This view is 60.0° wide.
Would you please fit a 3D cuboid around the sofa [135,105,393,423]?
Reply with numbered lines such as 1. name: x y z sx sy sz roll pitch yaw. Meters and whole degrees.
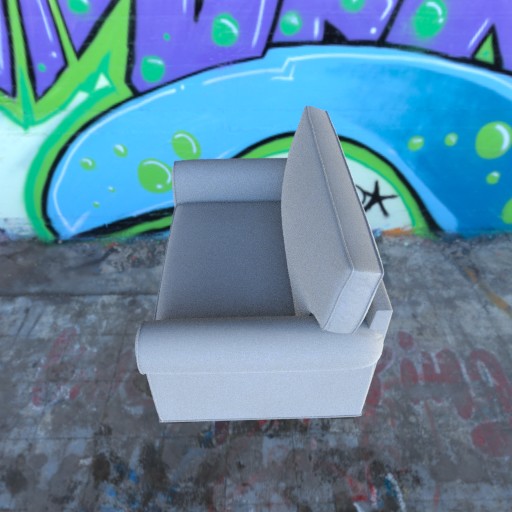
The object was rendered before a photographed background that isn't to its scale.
1. sofa: 0.000 0.000 2.193 0.937 1.006 1.405 -1 42 -1
